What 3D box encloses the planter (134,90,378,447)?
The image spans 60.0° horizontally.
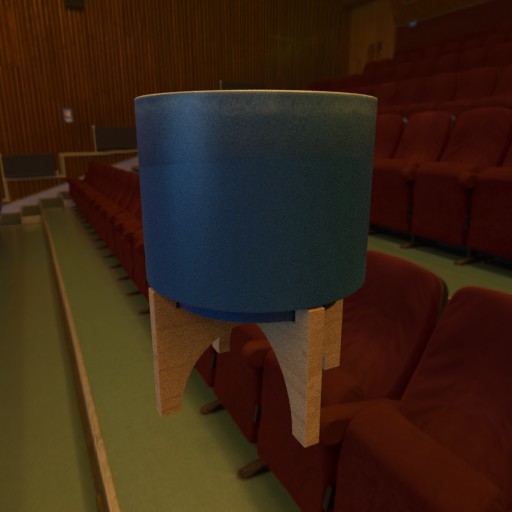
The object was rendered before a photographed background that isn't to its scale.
[{"bbox_3d":[0.000,0.000,0.397,0.192,0.263,0.192,0,16,0],"label":"planter"}]
